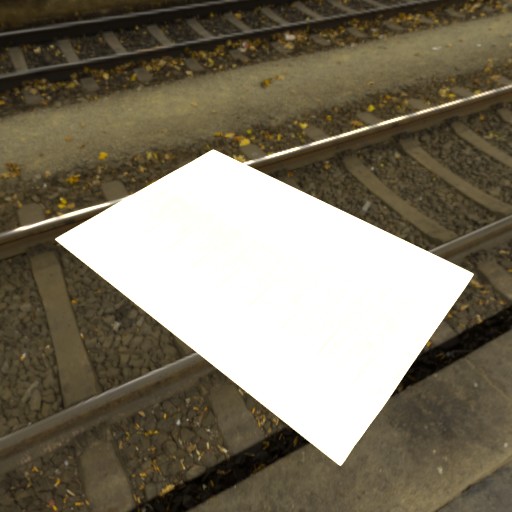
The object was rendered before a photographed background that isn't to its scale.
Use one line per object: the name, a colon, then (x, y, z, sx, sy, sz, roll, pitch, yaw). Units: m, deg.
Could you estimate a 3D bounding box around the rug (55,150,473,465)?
rug: (0.000, 0.000, 2.334, 1.850, 0.006, 1.234, 31, 52, 28)
